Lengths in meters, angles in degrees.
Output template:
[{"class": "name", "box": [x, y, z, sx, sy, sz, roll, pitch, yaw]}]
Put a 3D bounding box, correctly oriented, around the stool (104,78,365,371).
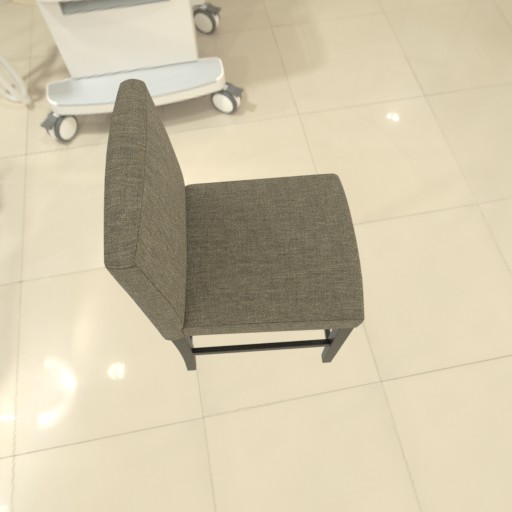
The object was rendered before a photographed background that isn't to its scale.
[{"class": "stool", "box": [0.000, 0.000, 1.251, 0.552, 0.966, 0.451, -4, 64, -2]}]
